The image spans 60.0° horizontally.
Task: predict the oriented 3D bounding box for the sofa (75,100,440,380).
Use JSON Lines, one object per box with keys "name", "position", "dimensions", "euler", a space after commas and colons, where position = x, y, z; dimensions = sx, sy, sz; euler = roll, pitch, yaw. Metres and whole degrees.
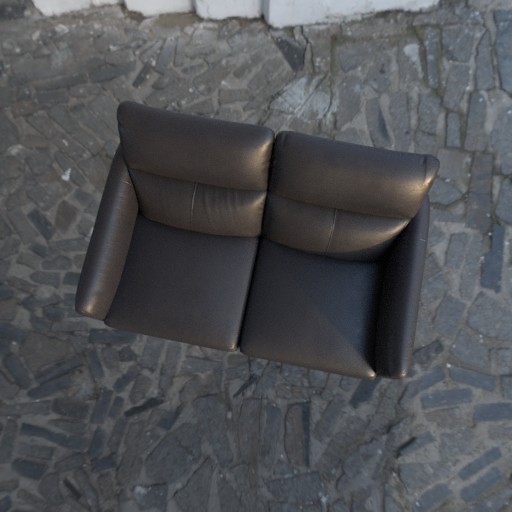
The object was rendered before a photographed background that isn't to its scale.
{"name": "sofa", "position": [0.000, 0.000, 2.194], "dimensions": [1.596, 0.920, 0.958], "euler": [11, 76, 3]}
